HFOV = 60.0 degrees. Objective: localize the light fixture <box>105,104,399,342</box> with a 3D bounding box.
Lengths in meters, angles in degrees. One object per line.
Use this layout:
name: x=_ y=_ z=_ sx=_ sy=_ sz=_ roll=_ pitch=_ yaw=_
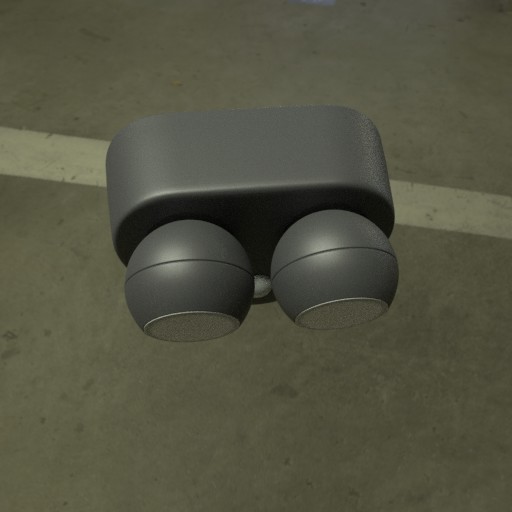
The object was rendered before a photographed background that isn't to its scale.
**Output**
light fixture: x=0.000 y=0.000 z=0.338 sx=0.229 sy=0.159 sz=0.159 roll=-4 pitch=49 yaw=-4
